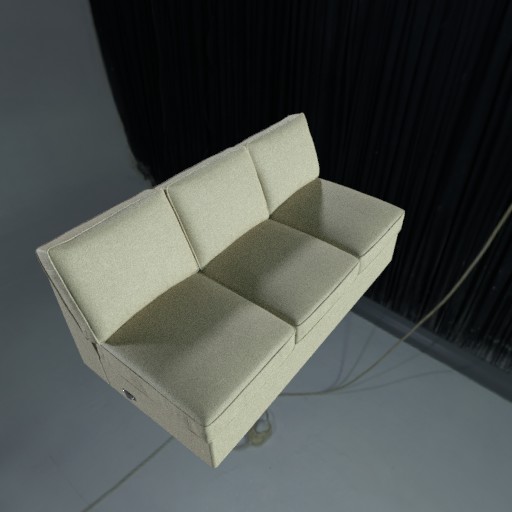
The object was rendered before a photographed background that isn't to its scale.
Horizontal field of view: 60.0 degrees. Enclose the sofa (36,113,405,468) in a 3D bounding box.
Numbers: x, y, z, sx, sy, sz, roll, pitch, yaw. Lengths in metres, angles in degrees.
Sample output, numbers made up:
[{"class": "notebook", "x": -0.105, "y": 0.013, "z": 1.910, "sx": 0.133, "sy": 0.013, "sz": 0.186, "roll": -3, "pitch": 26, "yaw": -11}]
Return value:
[{"class": "sofa", "x": 0.000, "y": 0.000, "z": 2.554, "sx": 1.027, "sy": 0.973, "sz": 1.962, "roll": 27, "pitch": 47, "yaw": 28}]
